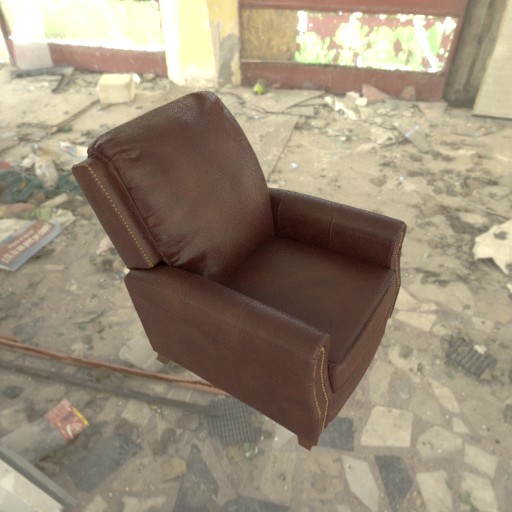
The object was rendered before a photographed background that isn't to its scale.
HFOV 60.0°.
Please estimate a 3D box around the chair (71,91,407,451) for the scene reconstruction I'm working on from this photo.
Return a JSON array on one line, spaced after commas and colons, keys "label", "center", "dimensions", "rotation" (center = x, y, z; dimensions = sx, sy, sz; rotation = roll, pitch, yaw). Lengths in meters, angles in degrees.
[{"label": "chair", "center": [0.000, 0.000, 1.798], "dimensions": [1.089, 1.022, 0.826], "rotation": [24, 46, 25]}]
